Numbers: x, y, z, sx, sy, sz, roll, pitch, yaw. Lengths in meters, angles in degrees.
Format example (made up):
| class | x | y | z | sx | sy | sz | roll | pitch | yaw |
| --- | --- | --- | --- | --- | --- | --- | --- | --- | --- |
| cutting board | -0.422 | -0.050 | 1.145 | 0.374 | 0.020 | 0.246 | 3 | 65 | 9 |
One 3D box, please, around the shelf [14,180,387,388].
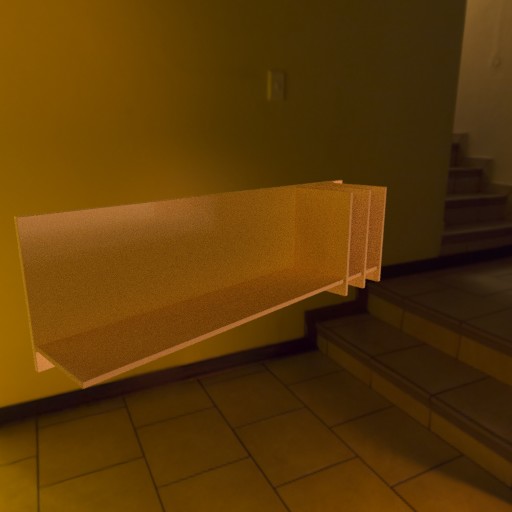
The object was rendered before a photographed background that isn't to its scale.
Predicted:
| class | x | y | z | sx | sy | sz | roll | pitch | yaw |
| --- | --- | --- | --- | --- | --- | --- | --- | --- | --- |
| shelf | 0.000 | 0.000 | 1.105 | 0.200 | 0.300 | 1.020 | 14 | 20 | 42 |
